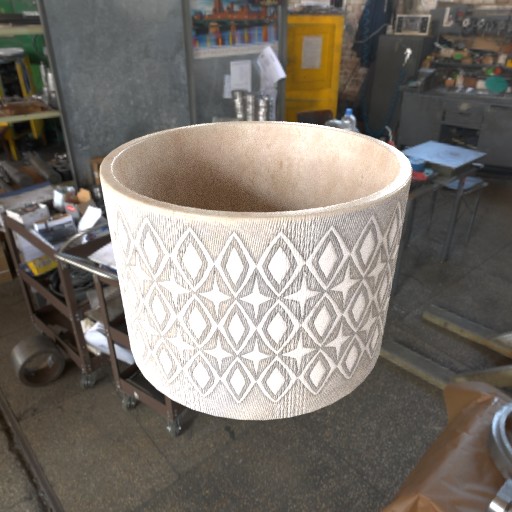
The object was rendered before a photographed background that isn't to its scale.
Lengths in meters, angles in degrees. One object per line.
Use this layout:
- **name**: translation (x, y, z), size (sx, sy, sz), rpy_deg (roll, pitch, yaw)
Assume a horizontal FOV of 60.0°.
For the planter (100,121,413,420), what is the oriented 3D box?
- **planter**: translation (0.000, 0.000, 0.274), size (0.164, 0.127, 0.164), rpy_deg (0, 30, 0)
